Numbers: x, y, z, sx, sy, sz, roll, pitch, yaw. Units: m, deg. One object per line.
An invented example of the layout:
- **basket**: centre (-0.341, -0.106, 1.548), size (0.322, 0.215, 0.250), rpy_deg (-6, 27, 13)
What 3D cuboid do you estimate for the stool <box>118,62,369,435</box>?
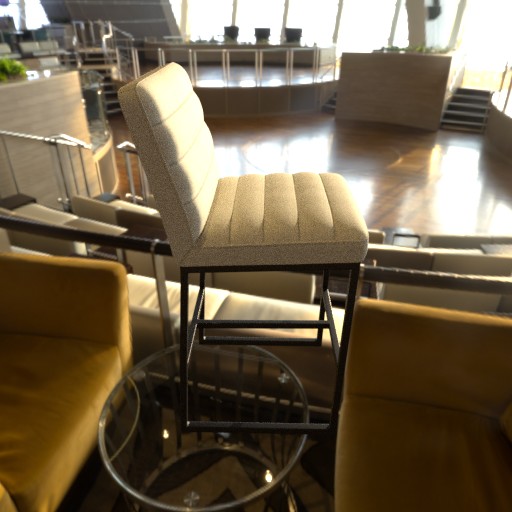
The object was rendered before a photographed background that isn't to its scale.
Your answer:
- **stool**: centre (0.000, 0.000, 1.334), size (0.560, 1.040, 0.460), rpy_deg (1, 29, 1)
